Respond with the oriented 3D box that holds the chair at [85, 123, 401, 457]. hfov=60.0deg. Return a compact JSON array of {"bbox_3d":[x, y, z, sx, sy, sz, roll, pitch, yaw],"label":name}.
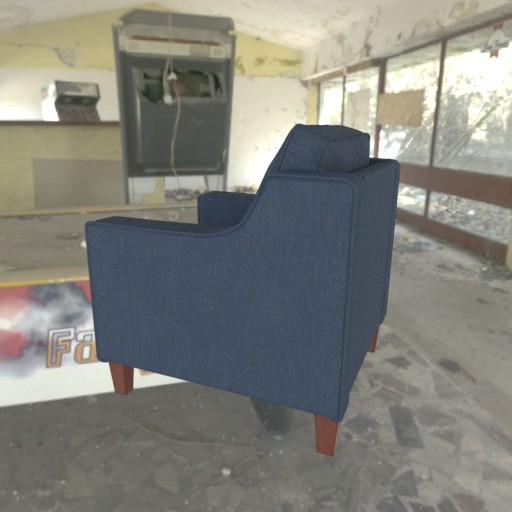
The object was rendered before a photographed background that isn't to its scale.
[{"bbox_3d":[0.000,0.000,1.689,0.909,0.960,0.831,7,17,23],"label":"chair"}]
